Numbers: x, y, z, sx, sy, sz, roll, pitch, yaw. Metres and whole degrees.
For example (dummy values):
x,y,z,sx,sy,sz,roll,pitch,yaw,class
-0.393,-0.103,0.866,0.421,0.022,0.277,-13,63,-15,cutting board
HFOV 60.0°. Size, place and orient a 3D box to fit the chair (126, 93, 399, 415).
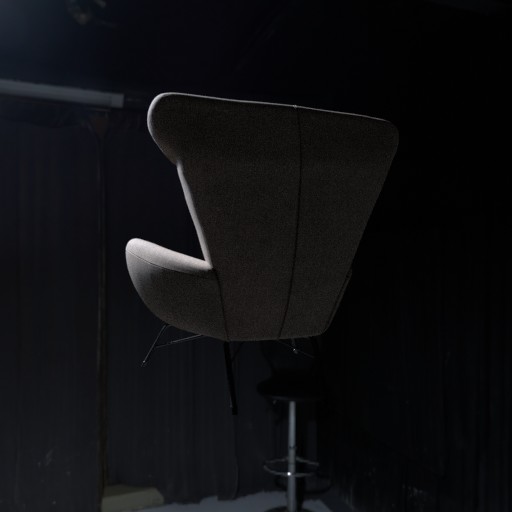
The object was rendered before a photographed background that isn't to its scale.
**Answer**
x,y,z,sx,sy,sz,roll,pitch,yaw,class
0.000,0.000,1.807,0.980,1.040,0.900,0,1,-20,chair
